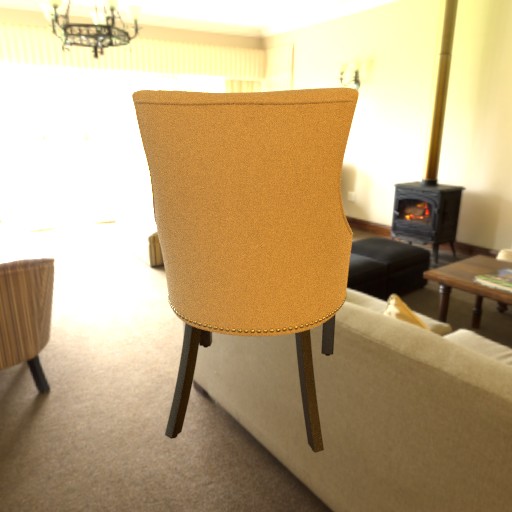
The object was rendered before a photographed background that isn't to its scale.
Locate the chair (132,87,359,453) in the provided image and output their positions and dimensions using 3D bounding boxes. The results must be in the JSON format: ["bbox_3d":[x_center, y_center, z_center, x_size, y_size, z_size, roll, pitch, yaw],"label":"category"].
[{"bbox_3d":[0.000,0.000,1.330,0.566,0.909,0.629,2,17,8],"label":"chair"}]
